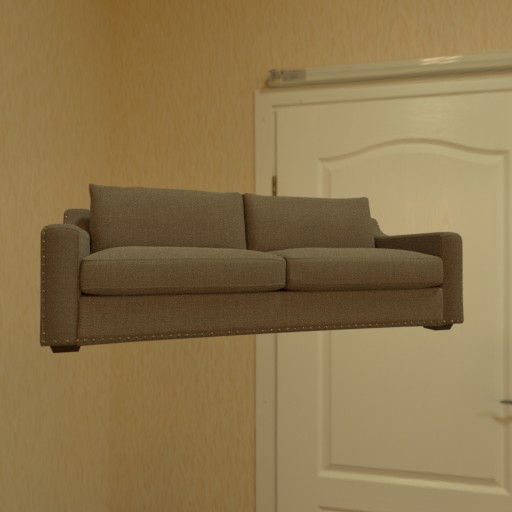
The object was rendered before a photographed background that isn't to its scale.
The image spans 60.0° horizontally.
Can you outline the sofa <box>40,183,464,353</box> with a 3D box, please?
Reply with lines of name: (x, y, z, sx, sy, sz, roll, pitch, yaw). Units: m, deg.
sofa: (0.000, 0.000, 2.643, 2.208, 0.857, 1.000, 0, 0, -17)
